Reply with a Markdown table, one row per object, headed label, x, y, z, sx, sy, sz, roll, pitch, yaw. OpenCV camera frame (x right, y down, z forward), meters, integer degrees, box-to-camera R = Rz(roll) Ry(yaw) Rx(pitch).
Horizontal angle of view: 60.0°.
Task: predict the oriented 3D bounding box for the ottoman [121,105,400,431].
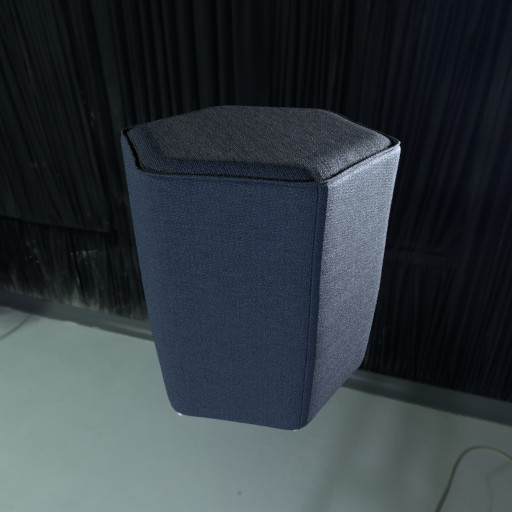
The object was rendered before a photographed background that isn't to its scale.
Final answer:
| label | x | y | z | sx | sy | sz | roll | pitch | yaw |
| --- | --- | --- | --- | --- | --- | --- | --- | --- | --- |
| ottoman | 0.000 | 0.000 | 0.887 | 0.492 | 0.505 | 0.454 | 7 | 31 | 12 |
